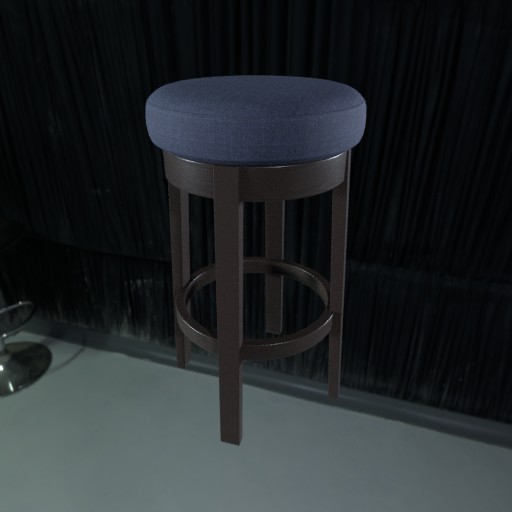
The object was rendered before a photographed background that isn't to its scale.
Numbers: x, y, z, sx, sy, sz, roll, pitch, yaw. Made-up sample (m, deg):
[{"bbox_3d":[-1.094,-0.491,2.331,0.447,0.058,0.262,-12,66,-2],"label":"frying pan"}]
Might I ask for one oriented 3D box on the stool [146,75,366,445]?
[{"bbox_3d":[0.000,0.000,1.032,0.446,0.758,0.446,0,28,0],"label":"stool"}]
